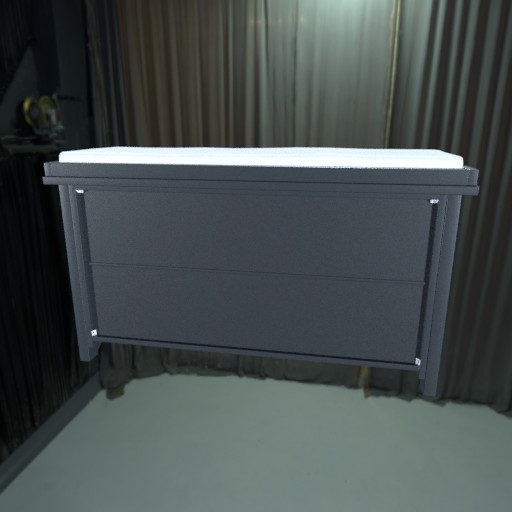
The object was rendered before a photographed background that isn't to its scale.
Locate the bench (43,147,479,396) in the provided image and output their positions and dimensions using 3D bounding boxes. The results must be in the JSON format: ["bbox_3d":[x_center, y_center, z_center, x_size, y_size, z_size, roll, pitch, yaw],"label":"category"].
[{"bbox_3d":[0.000,0.000,1.196,0.973,0.561,0.345,3,17,10],"label":"bench"}]
